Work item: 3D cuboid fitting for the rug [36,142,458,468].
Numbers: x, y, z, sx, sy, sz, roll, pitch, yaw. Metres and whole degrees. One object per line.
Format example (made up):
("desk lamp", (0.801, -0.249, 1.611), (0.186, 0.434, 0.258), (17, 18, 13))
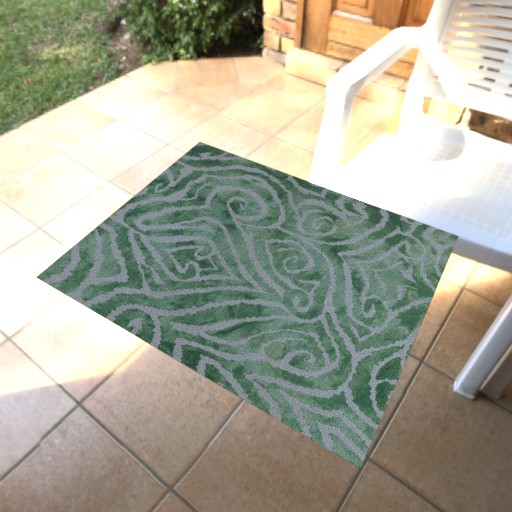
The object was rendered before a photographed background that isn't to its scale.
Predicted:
("rug", (0.000, 0.000, 4.063), (3.045, 0.007, 2.436), (24, 52, 20))
